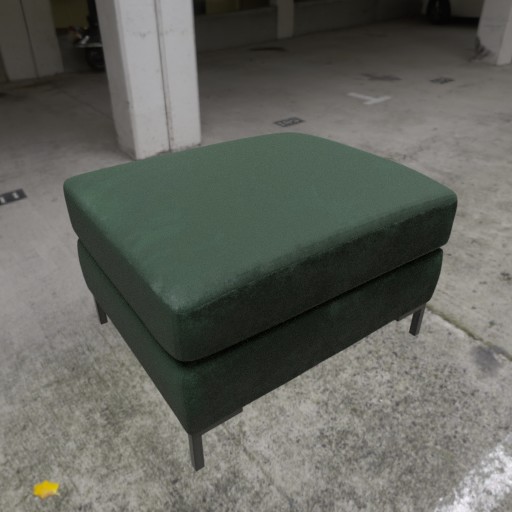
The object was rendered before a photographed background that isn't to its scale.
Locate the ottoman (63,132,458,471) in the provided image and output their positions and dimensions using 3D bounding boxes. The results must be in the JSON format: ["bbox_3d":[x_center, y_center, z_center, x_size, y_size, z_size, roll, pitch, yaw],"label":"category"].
[{"bbox_3d":[0.000,0.000,1.288,0.839,0.538,0.701,-20,37,-30],"label":"ottoman"}]
